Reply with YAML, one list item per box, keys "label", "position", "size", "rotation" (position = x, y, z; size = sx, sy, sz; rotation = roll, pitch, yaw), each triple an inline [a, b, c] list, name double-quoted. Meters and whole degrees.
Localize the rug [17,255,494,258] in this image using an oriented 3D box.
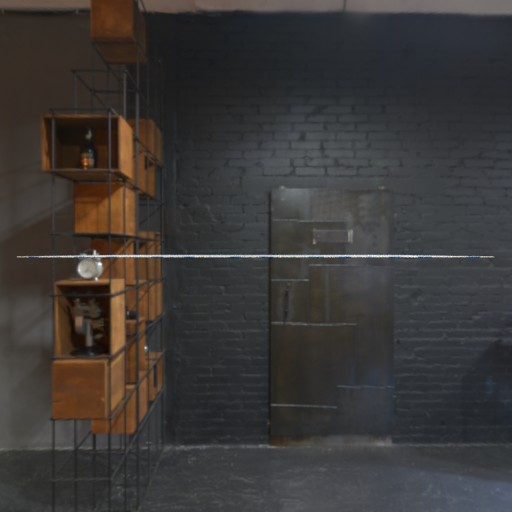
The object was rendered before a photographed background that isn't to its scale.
- label: "rug"
  position: [0.000, 0.000, 4.054]
  size: [3.059, 0.008, 2.453]
  rotation: [0, 0, 1]
